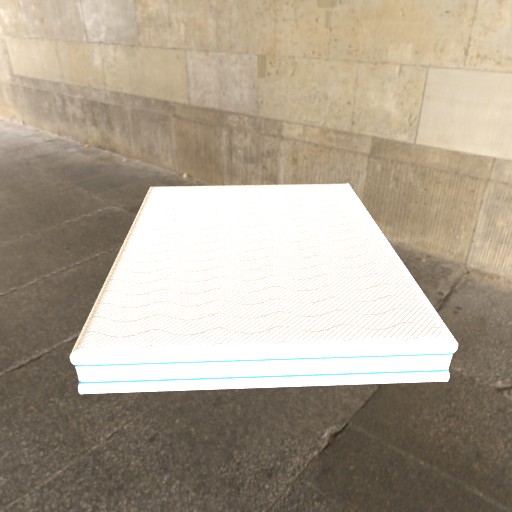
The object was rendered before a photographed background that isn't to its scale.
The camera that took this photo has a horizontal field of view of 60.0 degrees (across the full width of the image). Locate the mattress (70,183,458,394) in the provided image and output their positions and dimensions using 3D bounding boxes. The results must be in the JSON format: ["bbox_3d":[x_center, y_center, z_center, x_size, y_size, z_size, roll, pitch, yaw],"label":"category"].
[{"bbox_3d":[0.000,0.000,2.738,1.600,0.230,2.000,-1,29,-2],"label":"mattress"}]
